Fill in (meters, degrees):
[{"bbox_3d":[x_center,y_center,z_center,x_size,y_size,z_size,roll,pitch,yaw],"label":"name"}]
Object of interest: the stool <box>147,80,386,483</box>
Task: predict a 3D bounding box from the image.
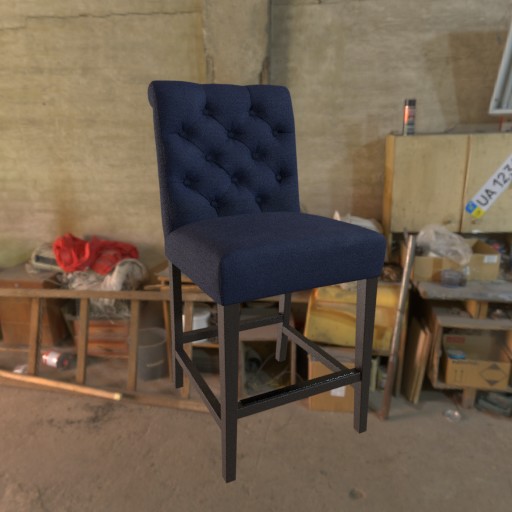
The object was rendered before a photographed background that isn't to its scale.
[{"bbox_3d":[0.000,0.000,1.332,0.493,1.010,0.601,-8,18,-25],"label":"stool"}]
